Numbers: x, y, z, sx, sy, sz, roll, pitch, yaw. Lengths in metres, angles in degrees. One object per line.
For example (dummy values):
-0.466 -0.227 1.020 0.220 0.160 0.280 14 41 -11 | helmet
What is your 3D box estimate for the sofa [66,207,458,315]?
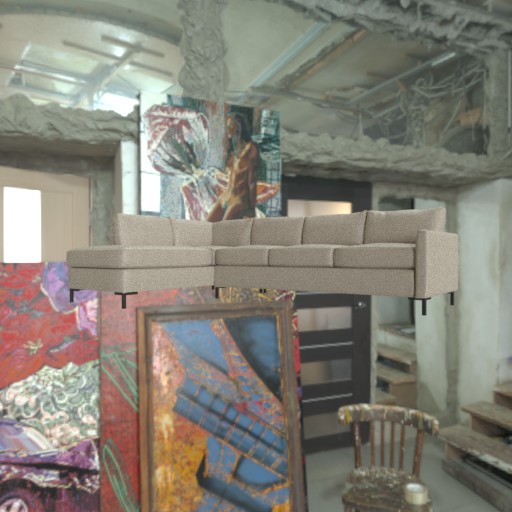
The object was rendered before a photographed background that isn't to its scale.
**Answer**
0.000 0.000 3.245 2.423 0.703 1.617 0 0 37 | sofa
